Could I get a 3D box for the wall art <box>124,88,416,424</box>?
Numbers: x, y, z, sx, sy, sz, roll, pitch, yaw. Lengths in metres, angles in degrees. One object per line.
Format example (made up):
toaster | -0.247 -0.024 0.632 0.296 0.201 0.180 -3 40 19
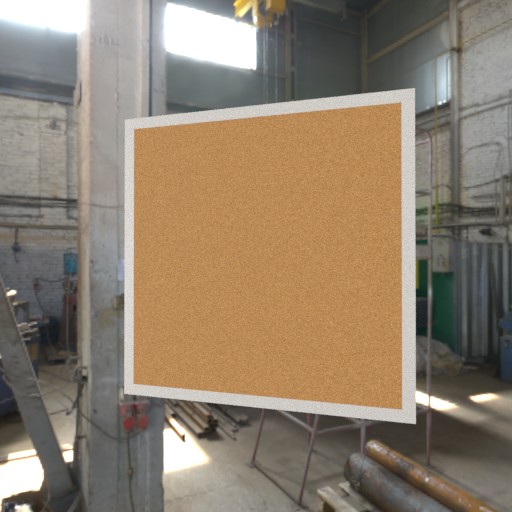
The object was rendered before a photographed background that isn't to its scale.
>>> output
wall art | 0.000 0.000 0.824 0.558 0.559 0.009 0 0 17
